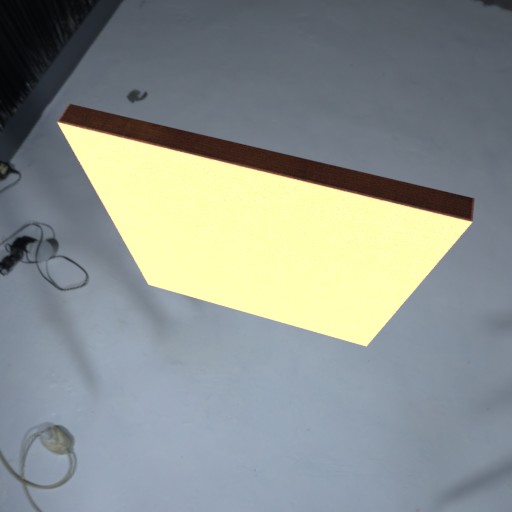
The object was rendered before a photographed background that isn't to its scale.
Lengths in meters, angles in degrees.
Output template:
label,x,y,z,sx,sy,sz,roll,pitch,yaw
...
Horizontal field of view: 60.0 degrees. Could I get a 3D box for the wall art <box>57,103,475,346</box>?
label,x,y,z,sx,sy,sz,roll,pitch,yaw
wall art,0.000,0.000,0.832,0.554,0.572,0.037,15,65,7
